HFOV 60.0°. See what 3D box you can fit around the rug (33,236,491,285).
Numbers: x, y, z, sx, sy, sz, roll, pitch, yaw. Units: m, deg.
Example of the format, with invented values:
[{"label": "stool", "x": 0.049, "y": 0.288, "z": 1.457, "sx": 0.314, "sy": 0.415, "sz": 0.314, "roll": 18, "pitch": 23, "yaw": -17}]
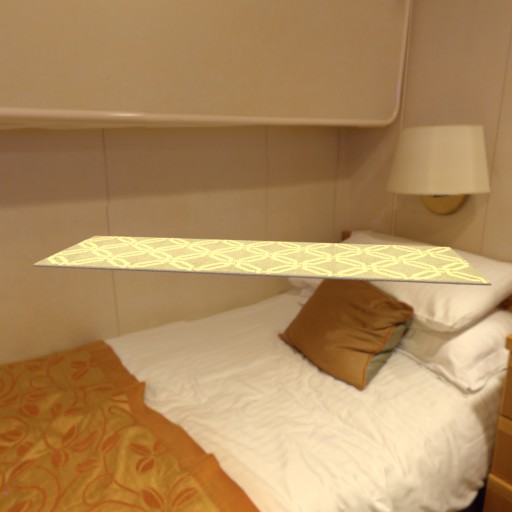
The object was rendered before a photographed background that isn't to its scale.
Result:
[{"label": "rug", "x": 0.000, "y": 0.000, "z": 2.502, "sx": 2.276, "sy": 0.014, "sz": 0.678, "roll": 2, "pitch": 16, "yaw": 7}]
